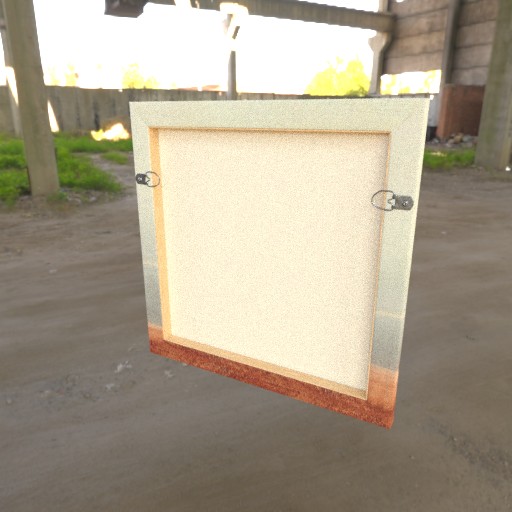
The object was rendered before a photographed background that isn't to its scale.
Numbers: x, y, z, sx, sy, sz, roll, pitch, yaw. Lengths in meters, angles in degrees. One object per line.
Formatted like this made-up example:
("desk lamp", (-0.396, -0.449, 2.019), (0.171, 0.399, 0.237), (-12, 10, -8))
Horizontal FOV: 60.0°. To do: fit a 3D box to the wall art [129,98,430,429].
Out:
("wall art", (0.000, 0.000, 0.611), (0.405, 0.405, 0.023), (10, 20, 27))
